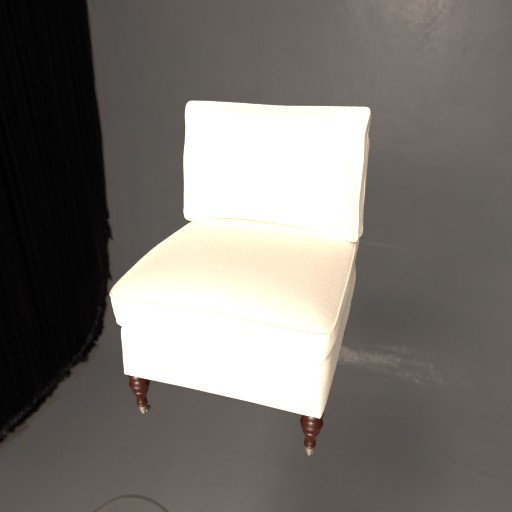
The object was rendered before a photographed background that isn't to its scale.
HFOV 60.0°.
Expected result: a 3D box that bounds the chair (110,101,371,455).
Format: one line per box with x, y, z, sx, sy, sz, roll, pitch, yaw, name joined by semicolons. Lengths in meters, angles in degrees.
0.000;0.000;1.424;0.630;0.887;0.781;8;27;15;chair
